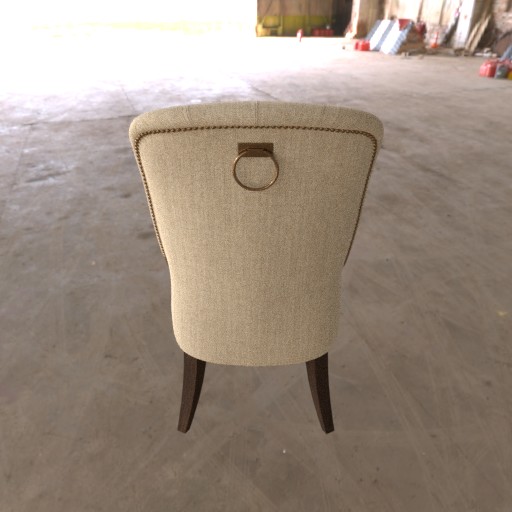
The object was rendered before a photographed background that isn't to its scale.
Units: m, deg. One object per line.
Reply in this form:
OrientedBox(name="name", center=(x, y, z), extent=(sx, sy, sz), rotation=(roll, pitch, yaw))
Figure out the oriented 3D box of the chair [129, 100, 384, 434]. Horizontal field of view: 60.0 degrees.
OrientedBox(name="chair", center=(0.000, 0.000, 1.469), extent=(0.634, 1.091, 0.629), rotation=(0, 30, 0))
